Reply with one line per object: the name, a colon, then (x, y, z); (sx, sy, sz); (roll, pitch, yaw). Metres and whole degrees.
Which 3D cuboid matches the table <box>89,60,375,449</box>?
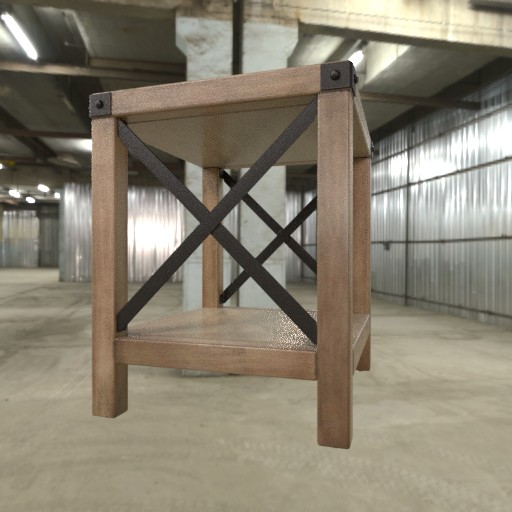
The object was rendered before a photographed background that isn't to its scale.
table: (0.000, 0.000, 0.930); (0.459, 0.561, 0.510); (0, 0, 18)
